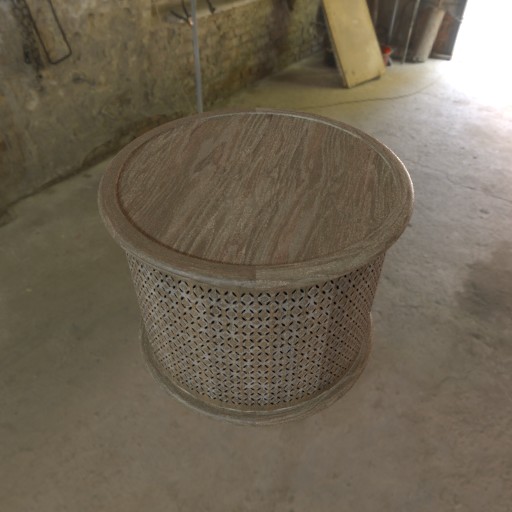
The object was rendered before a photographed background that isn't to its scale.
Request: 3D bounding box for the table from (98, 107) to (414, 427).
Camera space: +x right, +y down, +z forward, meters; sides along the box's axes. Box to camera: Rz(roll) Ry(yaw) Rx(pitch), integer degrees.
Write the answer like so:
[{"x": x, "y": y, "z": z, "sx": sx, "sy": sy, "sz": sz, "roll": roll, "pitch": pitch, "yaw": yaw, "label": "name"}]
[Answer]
[{"x": 0.000, "y": 0.000, "z": 1.022, "sx": 0.607, "sy": 0.450, "sz": 0.607, "roll": 0, "pitch": 42, "yaw": 0, "label": "table"}]
